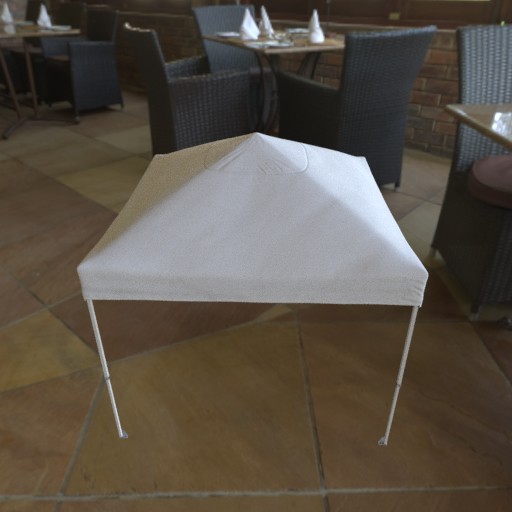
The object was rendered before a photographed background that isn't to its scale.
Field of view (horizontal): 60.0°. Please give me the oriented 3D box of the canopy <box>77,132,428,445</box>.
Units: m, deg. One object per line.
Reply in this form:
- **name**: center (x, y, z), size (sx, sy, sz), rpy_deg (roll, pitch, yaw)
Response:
- **canopy**: center (0.000, 0.000, 5.383), size (2.996, 2.997, 2.998), rpy_deg (1, 31, 1)
